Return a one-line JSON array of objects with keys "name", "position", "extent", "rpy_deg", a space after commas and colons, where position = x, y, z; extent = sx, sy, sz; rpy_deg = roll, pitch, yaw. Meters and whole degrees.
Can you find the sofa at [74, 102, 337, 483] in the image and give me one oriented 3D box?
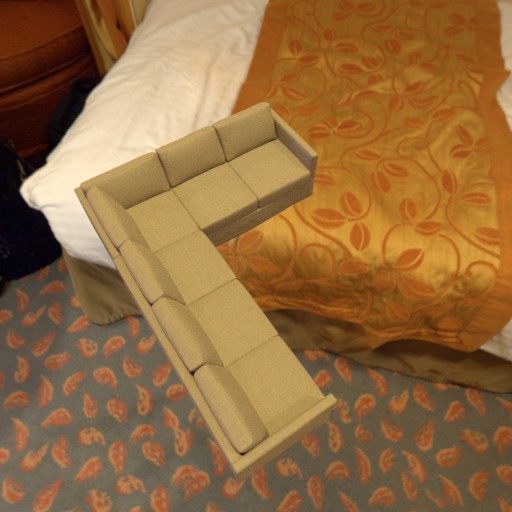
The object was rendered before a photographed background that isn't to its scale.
[{"name": "sofa", "position": [0.000, 0.000, 4.404], "extent": [2.432, 0.871, 3.182], "rpy_deg": [-29, 62, -17]}]
